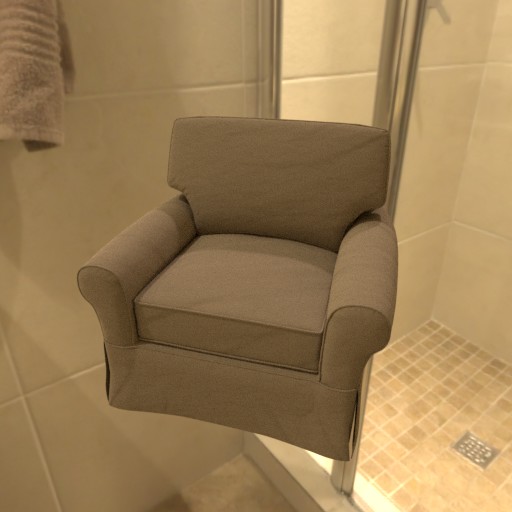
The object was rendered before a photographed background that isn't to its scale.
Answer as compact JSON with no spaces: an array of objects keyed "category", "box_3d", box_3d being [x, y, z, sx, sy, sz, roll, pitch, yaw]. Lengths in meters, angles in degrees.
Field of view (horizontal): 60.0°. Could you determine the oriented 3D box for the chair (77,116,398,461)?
[{"category":"chair","box_3d":[0.000,0.000,1.858,1.135,1.017,0.988,7,28,14]}]
